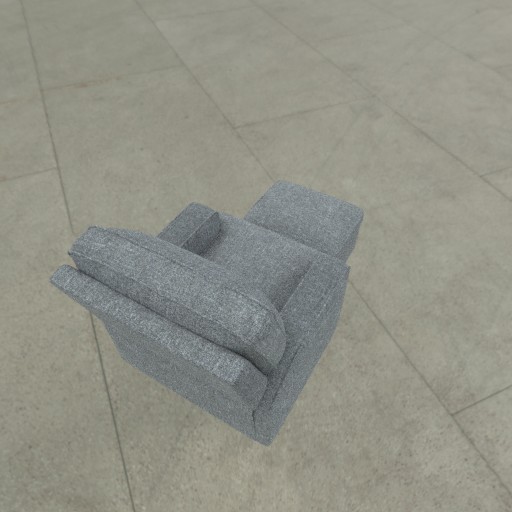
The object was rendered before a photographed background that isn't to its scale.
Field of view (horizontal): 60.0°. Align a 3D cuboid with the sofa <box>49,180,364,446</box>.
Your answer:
[{"bbox_3d":[0.000,0.000,2.036,0.861,0.959,1.472,24,51,21],"label":"sofa"}]
